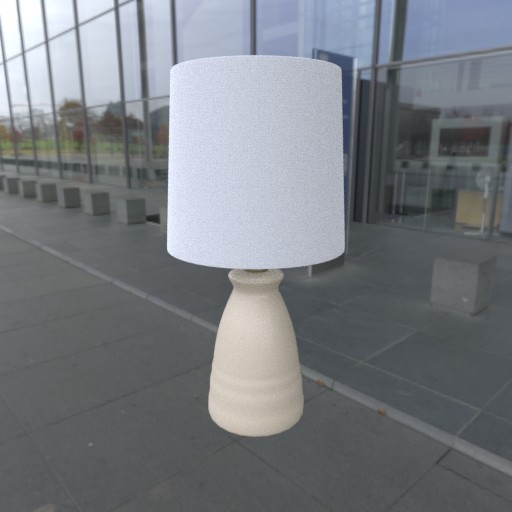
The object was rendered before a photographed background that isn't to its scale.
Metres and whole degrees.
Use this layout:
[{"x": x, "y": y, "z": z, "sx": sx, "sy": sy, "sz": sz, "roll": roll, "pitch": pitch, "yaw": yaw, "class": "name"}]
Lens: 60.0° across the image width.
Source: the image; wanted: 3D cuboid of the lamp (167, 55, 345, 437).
[{"x": 0.000, "y": 0.000, "z": 0.476, "sx": 0.186, "sy": 0.369, "sz": 0.186, "roll": 0, "pitch": 14, "yaw": 0, "class": "lamp"}]
